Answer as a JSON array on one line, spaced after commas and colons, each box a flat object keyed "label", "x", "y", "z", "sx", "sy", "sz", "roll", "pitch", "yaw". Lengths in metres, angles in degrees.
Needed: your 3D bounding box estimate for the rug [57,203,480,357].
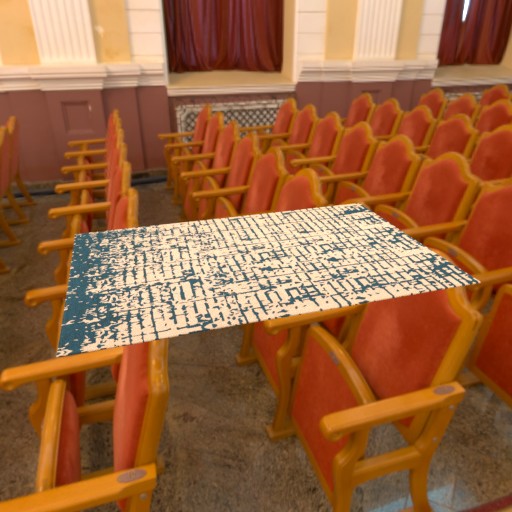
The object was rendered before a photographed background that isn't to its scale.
[{"label": "rug", "x": 0.000, "y": 0.000, "z": 3.062, "sx": 2.435, "sy": 0.011, "sz": 1.517, "roll": -8, "pitch": 27, "yaw": -15}]
